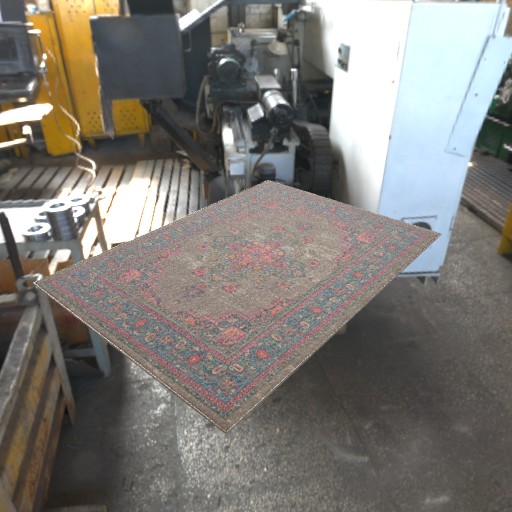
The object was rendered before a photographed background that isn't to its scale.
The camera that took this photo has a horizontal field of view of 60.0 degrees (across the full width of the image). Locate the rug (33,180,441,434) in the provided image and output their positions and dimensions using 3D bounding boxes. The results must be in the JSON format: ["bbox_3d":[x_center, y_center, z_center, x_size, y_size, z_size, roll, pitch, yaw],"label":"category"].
[{"bbox_3d":[0.000,0.000,2.907,1.609,0.013,2.214,24,38,34],"label":"rug"}]
